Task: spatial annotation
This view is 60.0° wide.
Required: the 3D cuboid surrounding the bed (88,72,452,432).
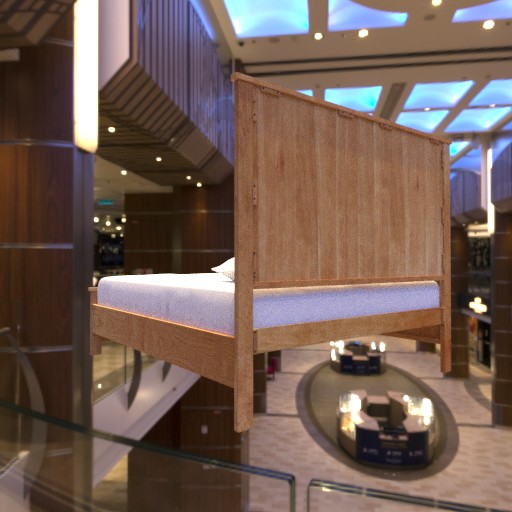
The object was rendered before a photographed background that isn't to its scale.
[{"bbox_3d":[0.000,0.000,4.051,2.225,1.938,2.530,1,-1,-38],"label":"bed"}]
